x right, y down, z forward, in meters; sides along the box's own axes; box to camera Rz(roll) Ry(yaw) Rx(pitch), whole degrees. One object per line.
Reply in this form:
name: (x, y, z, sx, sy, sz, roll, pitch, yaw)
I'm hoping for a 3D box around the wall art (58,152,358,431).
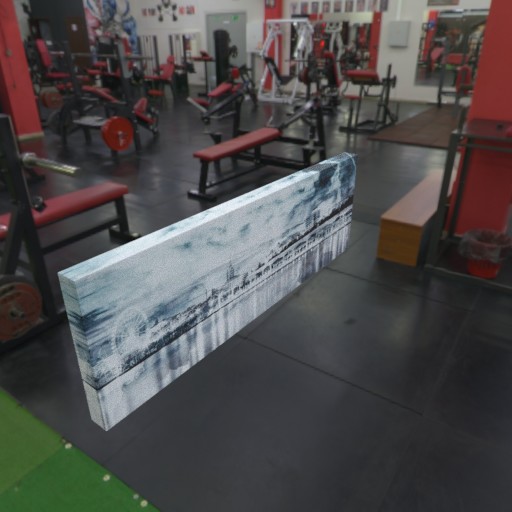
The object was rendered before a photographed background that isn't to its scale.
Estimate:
wall art: (0.000, 0.000, 0.862, 0.037, 0.251, 0.759, 19, 33, 33)
